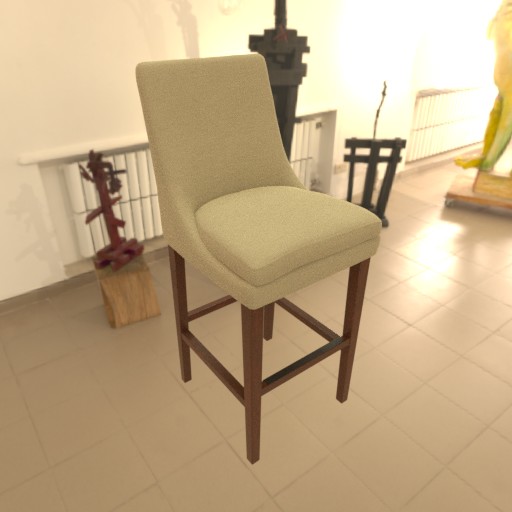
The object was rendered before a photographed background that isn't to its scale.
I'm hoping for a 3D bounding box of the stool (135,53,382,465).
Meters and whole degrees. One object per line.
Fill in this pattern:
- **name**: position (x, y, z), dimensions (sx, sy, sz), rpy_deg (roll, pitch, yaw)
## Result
- **stool**: position (0.000, 0.000, 1.357), dimensions (0.470, 1.078, 0.577), rpy_deg (-21, 36, -32)
